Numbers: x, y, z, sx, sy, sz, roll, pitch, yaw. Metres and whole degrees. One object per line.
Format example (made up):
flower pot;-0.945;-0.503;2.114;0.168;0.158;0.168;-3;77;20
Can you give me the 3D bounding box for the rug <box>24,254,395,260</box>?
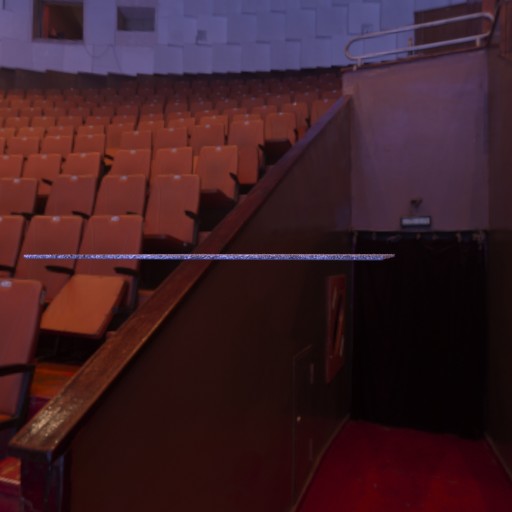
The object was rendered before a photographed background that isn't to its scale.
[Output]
rug;0.000;0.000;4.111;2.401;0.025;3.000;0;0;19
